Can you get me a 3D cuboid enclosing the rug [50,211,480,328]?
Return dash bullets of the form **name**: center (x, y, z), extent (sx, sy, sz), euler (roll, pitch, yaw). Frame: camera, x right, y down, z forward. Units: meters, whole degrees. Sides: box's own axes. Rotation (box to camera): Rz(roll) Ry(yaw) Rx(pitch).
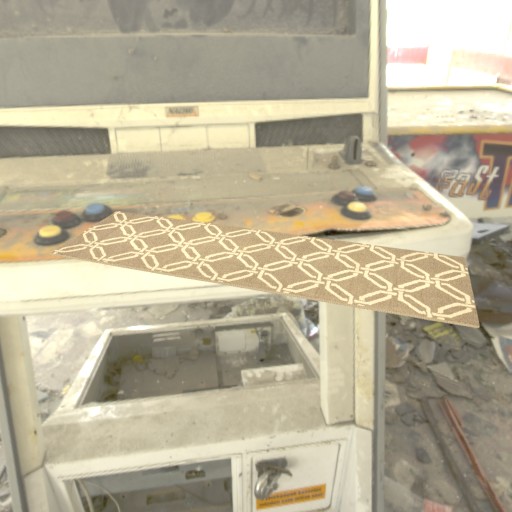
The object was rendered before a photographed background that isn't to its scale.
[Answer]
- **rug**: center (0.000, 0.000, 2.532), extent (2.276, 0.014, 0.678), euler (9, 29, 16)
